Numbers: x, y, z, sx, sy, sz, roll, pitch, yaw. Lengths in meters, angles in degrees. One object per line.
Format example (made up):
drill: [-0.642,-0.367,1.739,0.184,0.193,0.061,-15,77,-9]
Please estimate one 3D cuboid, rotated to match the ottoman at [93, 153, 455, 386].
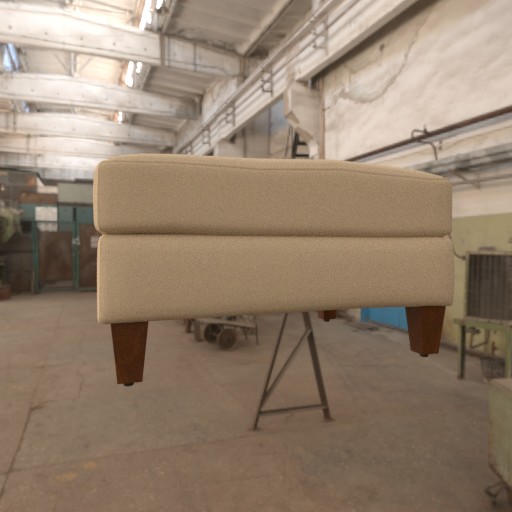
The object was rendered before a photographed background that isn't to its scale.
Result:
ottoman: [0.000,0.000,1.210,0.818,0.485,0.634,-1,2,-18]
